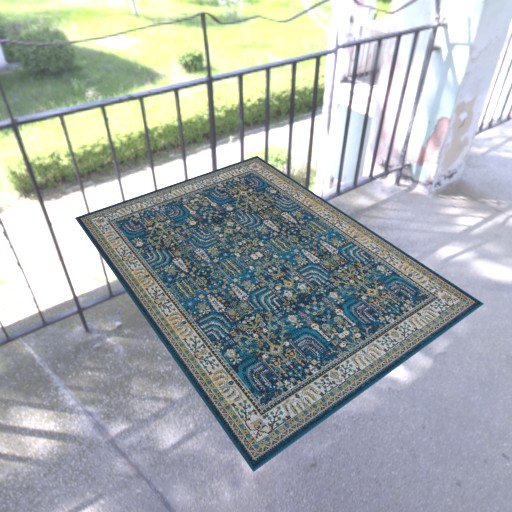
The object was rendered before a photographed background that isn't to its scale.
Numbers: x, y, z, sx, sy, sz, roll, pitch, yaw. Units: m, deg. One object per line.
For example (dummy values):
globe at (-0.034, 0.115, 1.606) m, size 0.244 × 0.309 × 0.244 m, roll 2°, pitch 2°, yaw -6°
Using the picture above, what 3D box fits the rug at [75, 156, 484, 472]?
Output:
rug at (0.000, 0.000, 3.932) m, size 2.226 × 0.015 × 3.044 m, roll -25°, pitch 46°, yaw -27°
